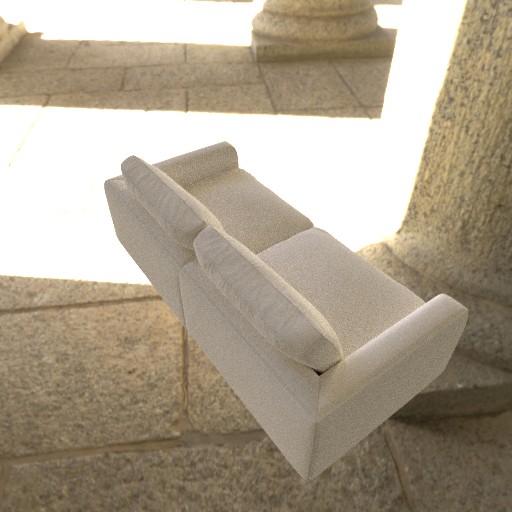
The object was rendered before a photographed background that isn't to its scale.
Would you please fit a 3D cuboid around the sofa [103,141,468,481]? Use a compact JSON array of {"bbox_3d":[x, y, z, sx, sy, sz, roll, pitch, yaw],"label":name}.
[{"bbox_3d":[0.000,0.000,2.746,1.070,0.801,2.262,-26,48,-26],"label":"sofa"}]
